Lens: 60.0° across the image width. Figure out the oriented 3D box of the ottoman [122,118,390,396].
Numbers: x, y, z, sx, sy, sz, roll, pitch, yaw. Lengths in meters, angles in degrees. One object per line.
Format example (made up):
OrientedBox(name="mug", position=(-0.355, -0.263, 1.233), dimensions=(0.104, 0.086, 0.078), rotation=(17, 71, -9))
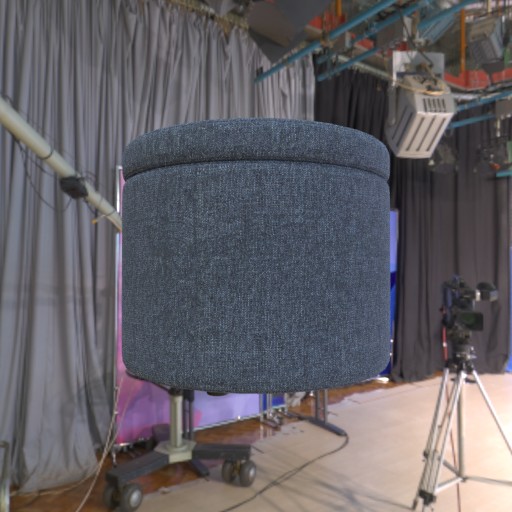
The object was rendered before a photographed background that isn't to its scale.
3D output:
OrientedBox(name="ottoman", position=(0.000, 0.000, 0.864), dimensions=(0.500, 0.419, 0.500), rotation=(0, -1, 0))
